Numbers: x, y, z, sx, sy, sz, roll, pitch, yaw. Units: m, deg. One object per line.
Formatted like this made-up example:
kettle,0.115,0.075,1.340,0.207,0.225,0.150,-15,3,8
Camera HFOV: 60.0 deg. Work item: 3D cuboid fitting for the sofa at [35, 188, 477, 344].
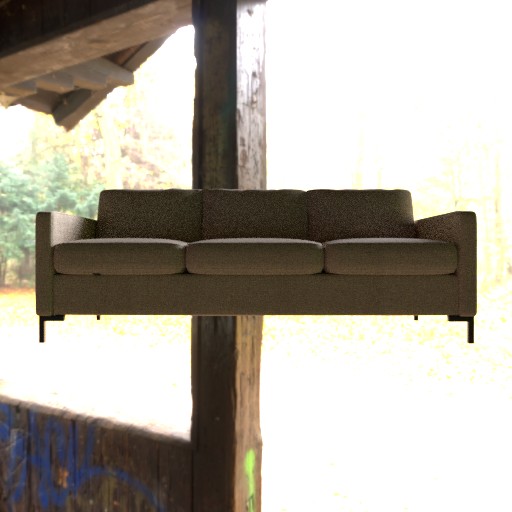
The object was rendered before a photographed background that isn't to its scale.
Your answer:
sofa,0.000,0.000,2.612,2.218,0.874,0.859,0,0,1
